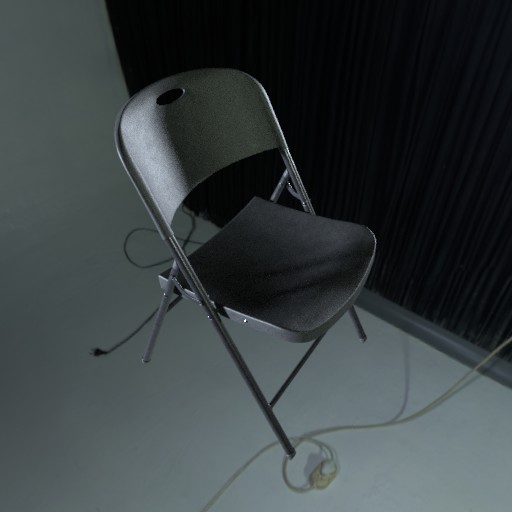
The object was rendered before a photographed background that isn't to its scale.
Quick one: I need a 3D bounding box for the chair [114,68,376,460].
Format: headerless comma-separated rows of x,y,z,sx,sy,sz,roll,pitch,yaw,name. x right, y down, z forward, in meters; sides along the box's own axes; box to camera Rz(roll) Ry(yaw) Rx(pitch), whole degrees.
0.000,0.000,1.172,0.566,0.810,0.494,24,47,25,chair
